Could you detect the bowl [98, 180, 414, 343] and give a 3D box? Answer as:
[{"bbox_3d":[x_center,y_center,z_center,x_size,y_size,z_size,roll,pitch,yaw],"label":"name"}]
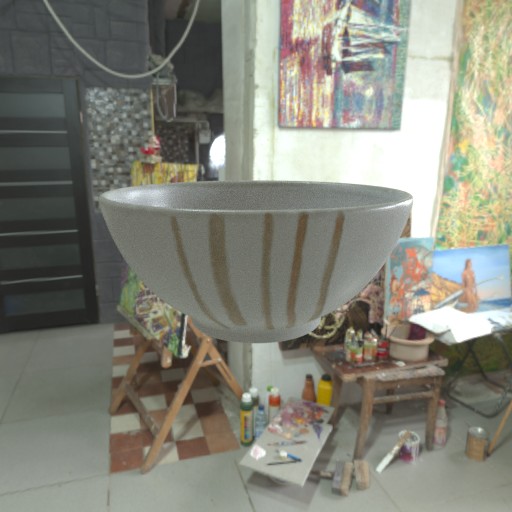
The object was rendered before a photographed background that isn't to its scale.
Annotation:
[{"bbox_3d":[0.000,0.000,0.412,0.268,0.121,0.268,0,14,0],"label":"bowl"}]
